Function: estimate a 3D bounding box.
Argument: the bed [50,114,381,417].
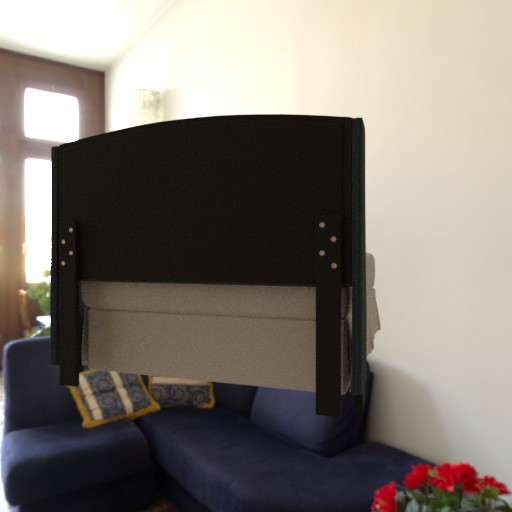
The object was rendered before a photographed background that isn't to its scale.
[{"bbox_3d":[0.000,0.000,3.252,1.710,1.407,2.237,0,0,19],"label":"bed"}]
